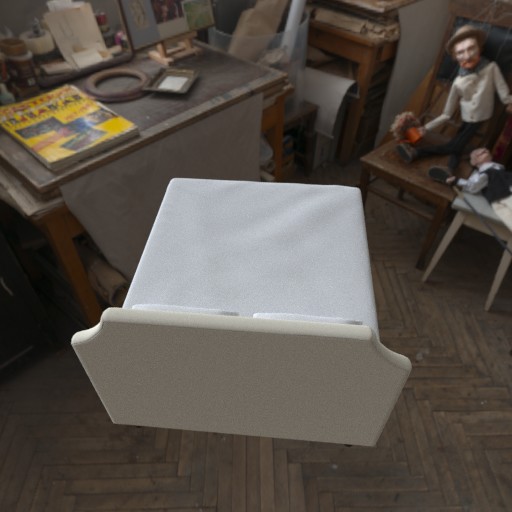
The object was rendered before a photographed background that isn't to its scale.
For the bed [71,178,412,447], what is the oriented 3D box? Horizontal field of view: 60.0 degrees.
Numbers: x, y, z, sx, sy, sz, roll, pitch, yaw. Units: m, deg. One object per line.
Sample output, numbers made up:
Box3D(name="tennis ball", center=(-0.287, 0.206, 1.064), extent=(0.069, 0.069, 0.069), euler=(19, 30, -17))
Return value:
Box3D(name="bed", center=(0.000, 0.000, 4.133), extent=(2.350, 1.590, 2.773), euler=(4, 46, 4))
